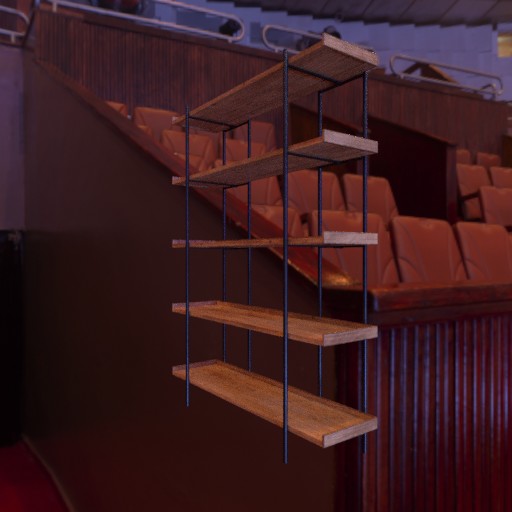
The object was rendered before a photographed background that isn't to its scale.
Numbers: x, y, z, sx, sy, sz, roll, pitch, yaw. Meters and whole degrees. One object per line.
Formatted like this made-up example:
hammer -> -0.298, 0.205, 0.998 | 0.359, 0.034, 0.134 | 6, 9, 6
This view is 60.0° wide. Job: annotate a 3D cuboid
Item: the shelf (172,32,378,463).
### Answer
shelf -> 0.000, 0.000, 2.435 | 0.379, 1.826, 1.371 | 0, 0, -37
